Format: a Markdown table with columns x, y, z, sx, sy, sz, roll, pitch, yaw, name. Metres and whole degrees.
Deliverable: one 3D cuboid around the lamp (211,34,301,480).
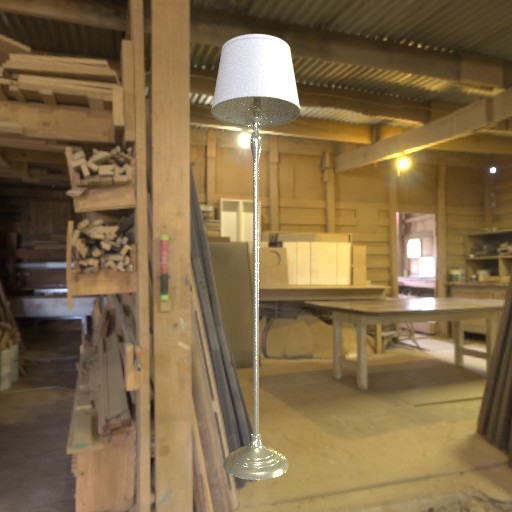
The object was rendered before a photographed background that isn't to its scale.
| x | y | z | sx | sy | sz | roll | pitch | yaw | name |
| --- | --- | --- | --- | --- | --- | --- | --- | --- | --- |
| 0.000 | 0.000 | 1.618 | 0.327 | 1.506 | 0.327 | 0 | -1 | -16 | lamp |
